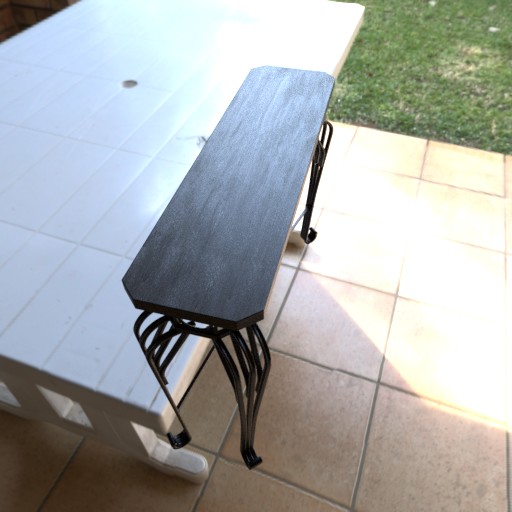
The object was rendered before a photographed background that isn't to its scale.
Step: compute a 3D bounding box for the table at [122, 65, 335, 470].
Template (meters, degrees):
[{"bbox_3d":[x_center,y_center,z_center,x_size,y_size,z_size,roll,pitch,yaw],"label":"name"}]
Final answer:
[{"bbox_3d":[0.000,0.000,1.476,0.329,0.800,1.112,11,48,10],"label":"table"}]
